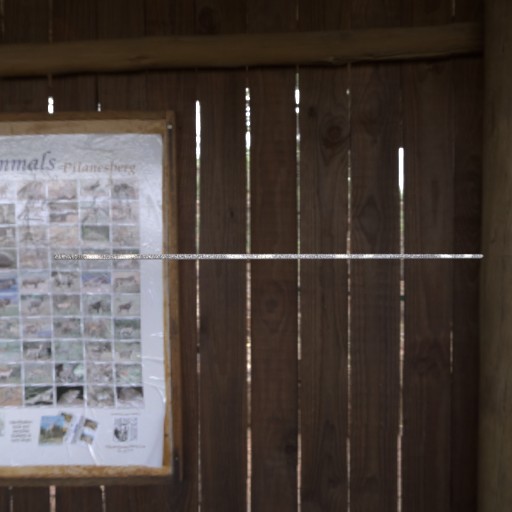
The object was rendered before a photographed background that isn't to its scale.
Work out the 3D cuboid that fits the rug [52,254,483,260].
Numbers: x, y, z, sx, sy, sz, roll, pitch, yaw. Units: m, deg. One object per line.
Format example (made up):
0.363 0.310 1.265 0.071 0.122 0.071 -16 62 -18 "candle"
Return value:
0.000 0.000 3.461 2.701 0.026 1.801 0 0 -18 "rug"
